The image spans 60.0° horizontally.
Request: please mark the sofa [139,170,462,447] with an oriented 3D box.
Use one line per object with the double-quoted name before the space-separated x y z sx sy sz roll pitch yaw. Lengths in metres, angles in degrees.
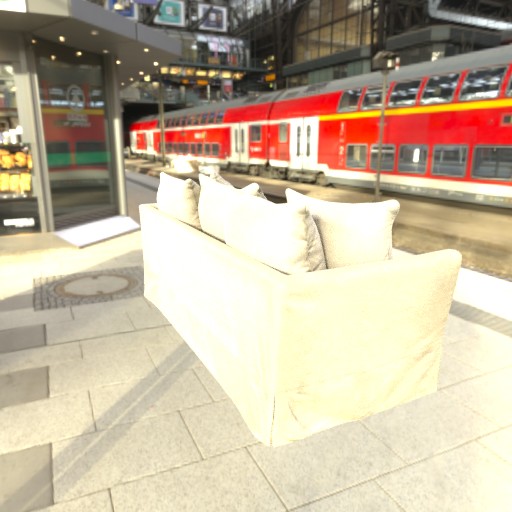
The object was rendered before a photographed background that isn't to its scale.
"sofa" 0.000 0.000 2.859 1.031 1.034 2.290 -7 16 -26
